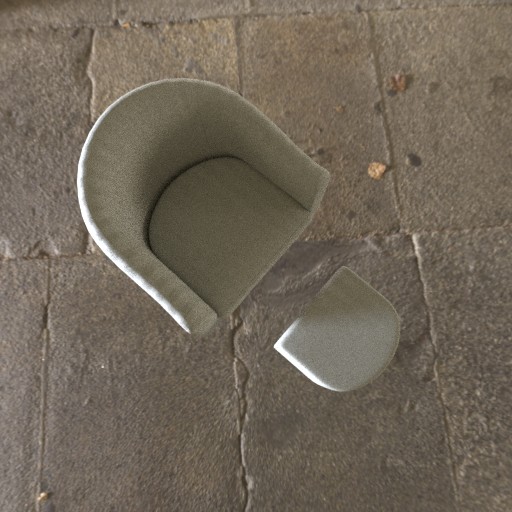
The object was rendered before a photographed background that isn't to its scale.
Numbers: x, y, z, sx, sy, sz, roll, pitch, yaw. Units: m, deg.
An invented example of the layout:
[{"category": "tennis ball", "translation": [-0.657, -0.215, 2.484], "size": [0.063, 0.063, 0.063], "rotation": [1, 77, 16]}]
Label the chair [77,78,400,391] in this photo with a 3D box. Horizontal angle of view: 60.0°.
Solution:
[{"category": "chair", "translation": [0.000, 0.000, 1.721], "size": [1.288, 0.757, 0.756], "rotation": [40, 80, 9]}]
